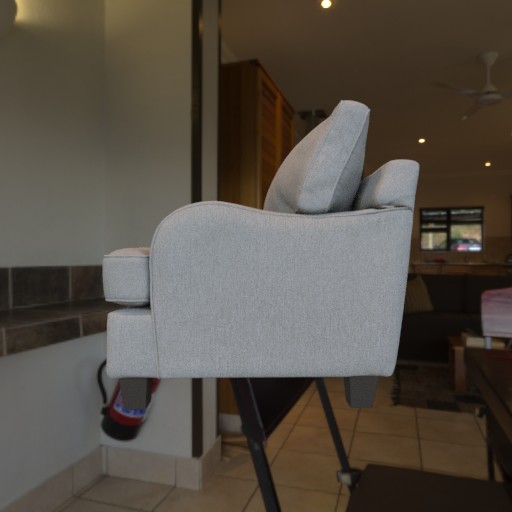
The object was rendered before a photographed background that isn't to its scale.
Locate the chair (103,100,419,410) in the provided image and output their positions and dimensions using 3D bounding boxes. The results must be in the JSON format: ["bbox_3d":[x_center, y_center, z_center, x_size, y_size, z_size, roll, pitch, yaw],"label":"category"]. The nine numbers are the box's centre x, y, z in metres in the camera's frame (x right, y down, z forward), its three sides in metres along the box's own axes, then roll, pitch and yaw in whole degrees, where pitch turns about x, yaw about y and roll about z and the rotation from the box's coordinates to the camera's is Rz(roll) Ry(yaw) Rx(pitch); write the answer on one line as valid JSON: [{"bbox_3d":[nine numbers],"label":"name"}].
[{"bbox_3d":[0.000,0.000,2.005,1.041,1.016,1.220,0,-1,-1],"label":"chair"}]
